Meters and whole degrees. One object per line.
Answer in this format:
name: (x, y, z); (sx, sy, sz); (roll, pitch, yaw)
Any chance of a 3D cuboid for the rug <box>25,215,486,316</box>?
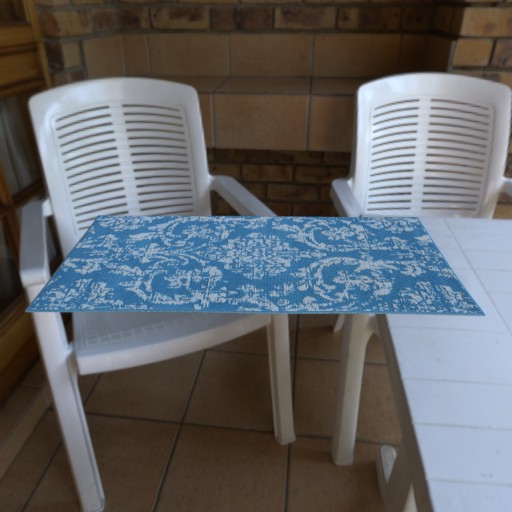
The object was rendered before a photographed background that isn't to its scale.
rug: (0.000, 0.000, 1.429); (1.219, 0.007, 0.604); (0, 30, 1)
